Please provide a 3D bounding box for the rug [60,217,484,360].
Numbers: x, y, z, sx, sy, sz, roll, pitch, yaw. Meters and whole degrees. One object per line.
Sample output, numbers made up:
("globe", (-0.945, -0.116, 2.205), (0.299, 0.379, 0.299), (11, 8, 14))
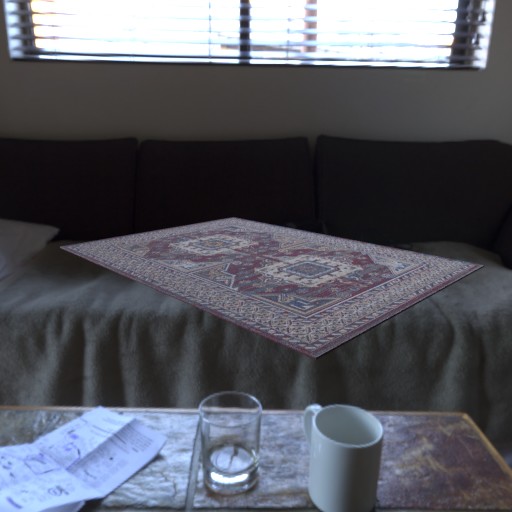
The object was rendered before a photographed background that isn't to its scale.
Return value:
("rug", (0.000, 0.000, 2.829), (1.599, 0.011, 2.210), (-15, 21, -43))
